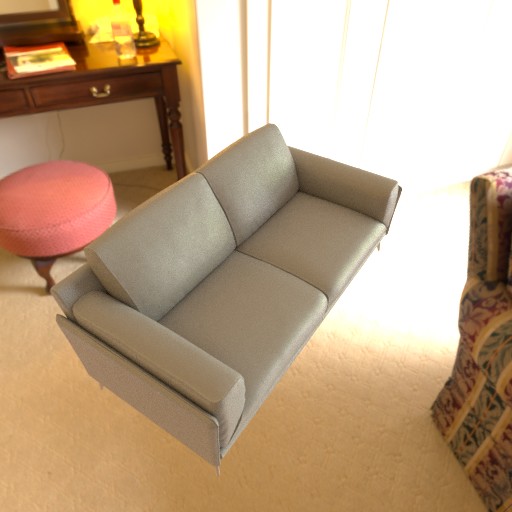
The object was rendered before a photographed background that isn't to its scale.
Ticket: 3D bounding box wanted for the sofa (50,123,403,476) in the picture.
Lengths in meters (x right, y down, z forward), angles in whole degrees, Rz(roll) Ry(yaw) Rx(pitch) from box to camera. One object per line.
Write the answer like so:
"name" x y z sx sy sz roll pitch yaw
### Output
"sofa" 0.000 0.000 2.691 1.049 0.930 2.101 25 48 25
